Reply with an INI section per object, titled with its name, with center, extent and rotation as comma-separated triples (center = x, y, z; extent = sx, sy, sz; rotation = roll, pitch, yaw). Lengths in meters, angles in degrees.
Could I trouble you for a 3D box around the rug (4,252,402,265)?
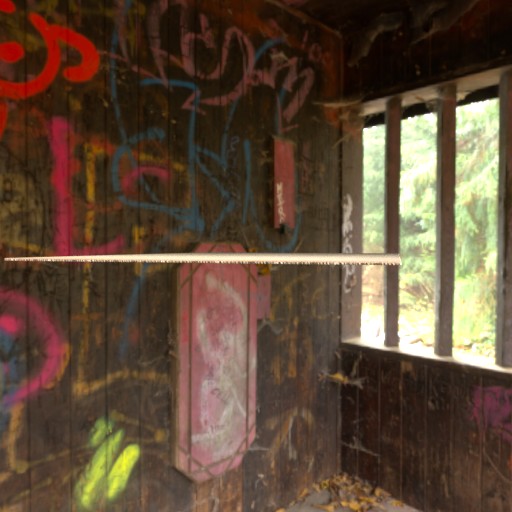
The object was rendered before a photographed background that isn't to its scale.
[rug]
center = 0.000, 0.000, 3.747
extent = 2.315, 0.015, 2.932
rotation = 0, 1, 18
